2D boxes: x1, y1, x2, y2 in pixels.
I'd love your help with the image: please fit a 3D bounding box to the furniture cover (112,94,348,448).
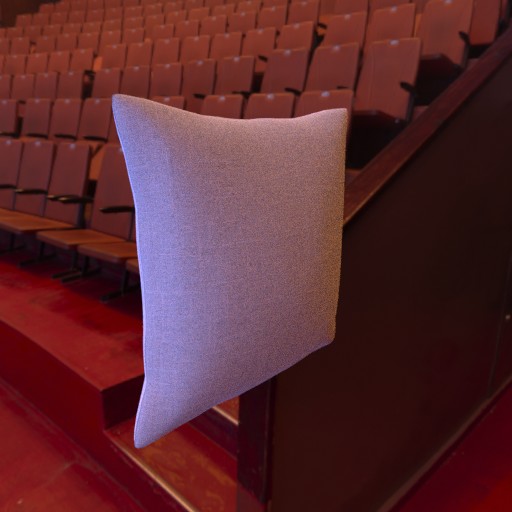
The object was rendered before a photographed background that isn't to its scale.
[{"bbox_3d":[0.000,0.000,0.773,0.178,0.506,0.512,15,22,42],"label":"furniture cover"}]
